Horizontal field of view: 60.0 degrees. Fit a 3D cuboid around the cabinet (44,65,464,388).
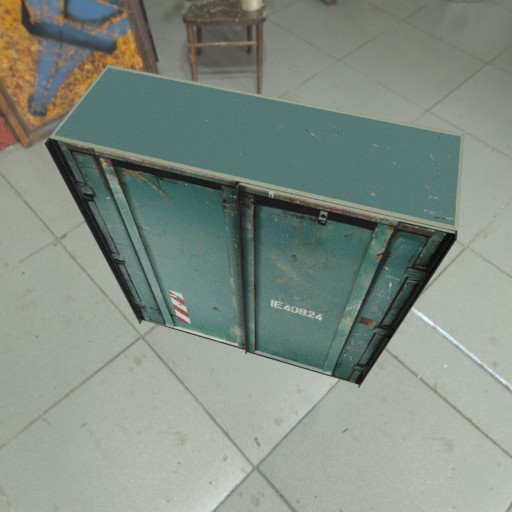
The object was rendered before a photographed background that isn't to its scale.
[{"bbox_3d":[0.000,0.000,3.130,2.000,2.160,0.680,14,58,9],"label":"cabinet"}]
